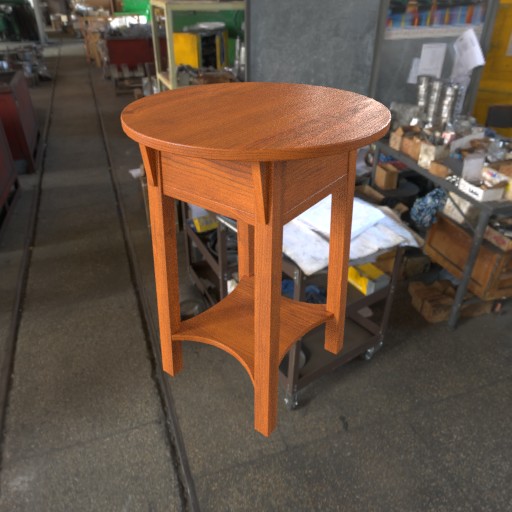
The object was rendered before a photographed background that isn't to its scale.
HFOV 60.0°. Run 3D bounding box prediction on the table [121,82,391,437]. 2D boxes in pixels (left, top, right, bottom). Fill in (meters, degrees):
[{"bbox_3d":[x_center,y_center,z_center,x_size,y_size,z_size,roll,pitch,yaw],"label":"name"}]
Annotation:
[{"bbox_3d":[0.000,0.000,0.933,0.457,0.610,0.457,0,32,0],"label":"table"}]
